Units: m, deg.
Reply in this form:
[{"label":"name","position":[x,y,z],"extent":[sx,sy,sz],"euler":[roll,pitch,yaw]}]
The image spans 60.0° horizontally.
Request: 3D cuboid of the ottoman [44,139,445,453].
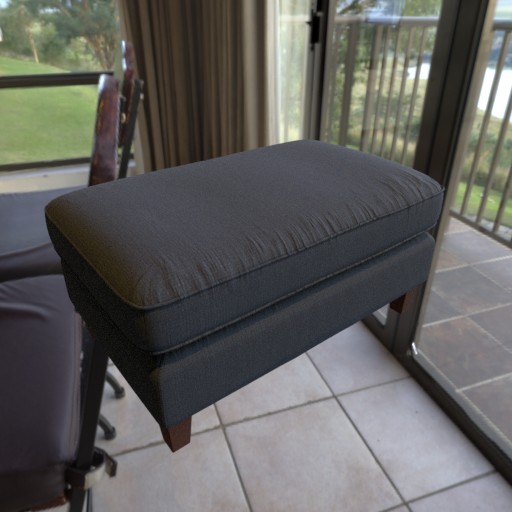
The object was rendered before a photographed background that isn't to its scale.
[{"label":"ottoman","position":[0.000,0.000,1.177],"extent":[0.885,0.438,0.570],"euler":[-21,36,-32]}]
